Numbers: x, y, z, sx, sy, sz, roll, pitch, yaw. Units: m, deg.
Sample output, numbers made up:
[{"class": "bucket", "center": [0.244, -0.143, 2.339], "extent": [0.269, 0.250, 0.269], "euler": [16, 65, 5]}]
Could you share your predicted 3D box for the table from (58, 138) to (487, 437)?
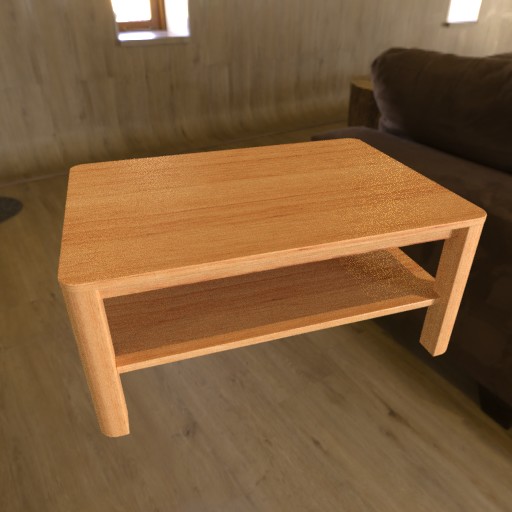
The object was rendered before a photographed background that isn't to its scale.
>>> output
[{"class": "table", "center": [0.000, 0.000, 1.346], "extent": [0.997, 0.445, 0.696], "euler": [-9, 32, -15]}]
